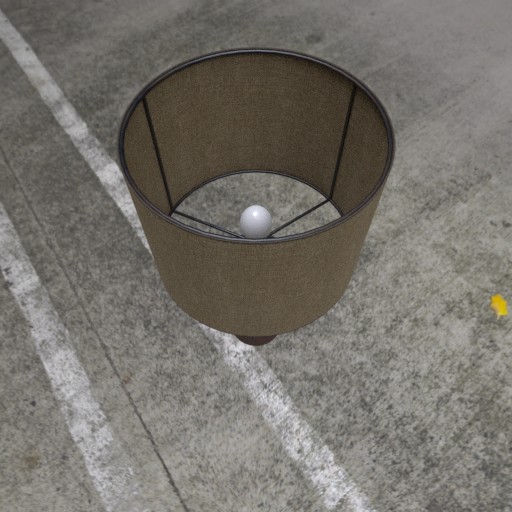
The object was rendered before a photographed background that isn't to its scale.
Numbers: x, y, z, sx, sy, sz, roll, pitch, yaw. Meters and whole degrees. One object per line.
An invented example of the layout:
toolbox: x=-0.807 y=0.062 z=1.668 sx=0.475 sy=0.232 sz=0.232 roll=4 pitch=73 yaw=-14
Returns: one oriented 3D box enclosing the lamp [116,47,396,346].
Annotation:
lamp: x=0.000 y=0.000 z=0.472 sx=0.202 sy=0.350 sz=0.202 roll=0 pitch=58 yaw=0
